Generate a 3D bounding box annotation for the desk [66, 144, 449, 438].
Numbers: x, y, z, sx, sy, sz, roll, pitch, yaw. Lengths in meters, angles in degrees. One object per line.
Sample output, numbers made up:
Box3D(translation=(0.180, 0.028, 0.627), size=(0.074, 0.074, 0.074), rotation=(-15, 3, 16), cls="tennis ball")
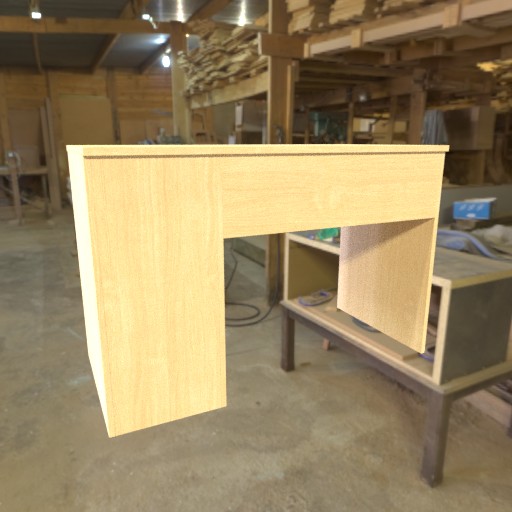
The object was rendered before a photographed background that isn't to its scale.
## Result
Box3D(translation=(0.000, 0.000, 1.516), size=(1.097, 0.735, 0.560), rotation=(-7, 16, -25), cls="desk")
